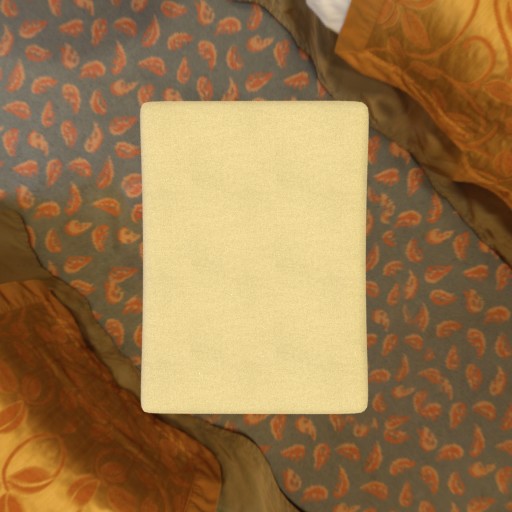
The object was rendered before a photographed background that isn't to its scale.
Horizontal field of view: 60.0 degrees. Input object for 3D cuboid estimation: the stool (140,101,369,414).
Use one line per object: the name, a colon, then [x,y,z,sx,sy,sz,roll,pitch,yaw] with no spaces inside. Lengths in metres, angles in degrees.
stool: [0.000,0.000,0.962,0.361,0.642,0.500,0,91,0]
